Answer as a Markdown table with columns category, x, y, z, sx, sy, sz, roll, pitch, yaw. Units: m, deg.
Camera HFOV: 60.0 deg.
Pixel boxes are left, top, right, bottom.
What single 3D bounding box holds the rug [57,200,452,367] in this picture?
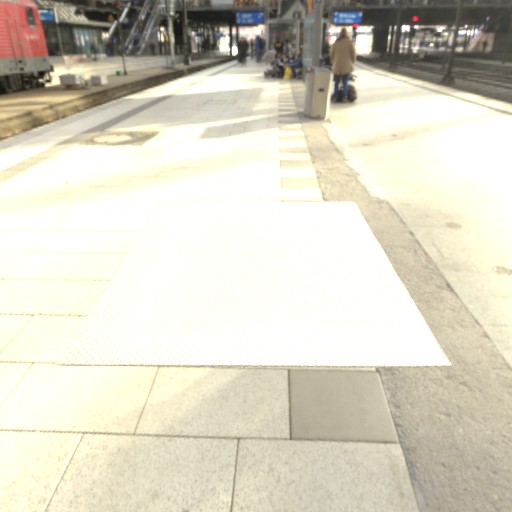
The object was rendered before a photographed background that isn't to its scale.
| category | x | y | z | sx | sy | sz | roll | pitch | yaw |
| --- | --- | --- | --- | --- | --- | --- | --- | --- | --- |
| rug | 0.000 | 0.000 | 3.843 | 2.277 | 0.035 | 2.897 | 0 | 26 | 0 |
